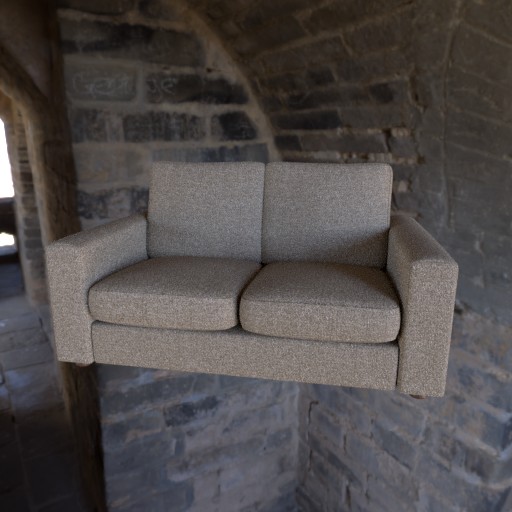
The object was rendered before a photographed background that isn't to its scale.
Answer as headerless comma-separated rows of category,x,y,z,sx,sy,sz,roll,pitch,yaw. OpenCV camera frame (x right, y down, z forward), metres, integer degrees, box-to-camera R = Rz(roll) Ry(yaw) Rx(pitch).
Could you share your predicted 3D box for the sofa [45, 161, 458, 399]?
sofa,0.000,0.000,2.150,1.616,0.873,1.016,3,14,10
